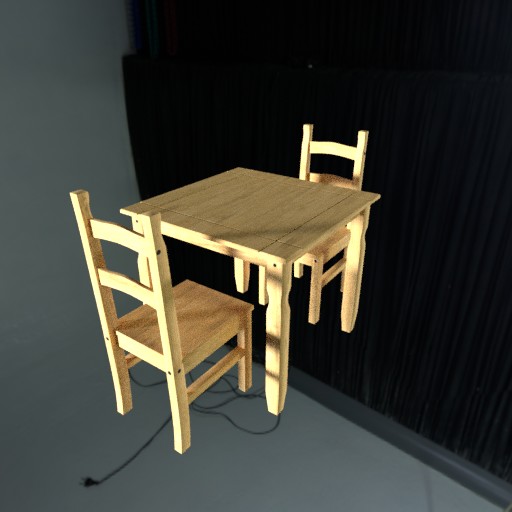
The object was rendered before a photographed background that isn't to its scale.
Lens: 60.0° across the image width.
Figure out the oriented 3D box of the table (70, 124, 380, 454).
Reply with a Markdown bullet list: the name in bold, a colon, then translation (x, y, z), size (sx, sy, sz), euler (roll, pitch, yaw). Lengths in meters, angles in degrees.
- **table**: translation (0.000, 0.000, 2.048), size (0.813, 0.942, 1.501), euler (17, 31, 31)
